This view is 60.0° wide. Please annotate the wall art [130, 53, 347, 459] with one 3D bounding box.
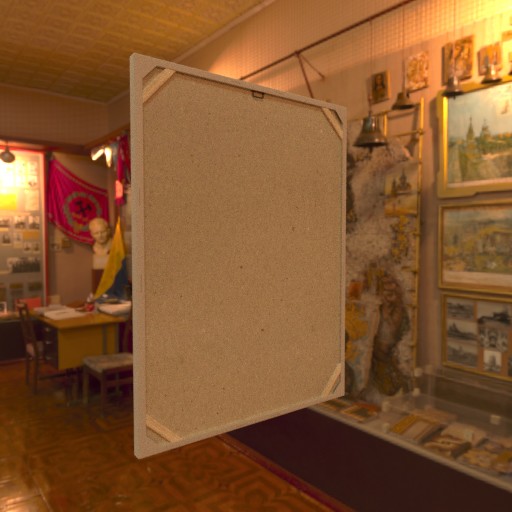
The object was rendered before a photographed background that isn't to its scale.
[{"bbox_3d":[0.000,0.000,1.606,0.914,1.212,0.038,-2,3,-37],"label":"wall art"}]
